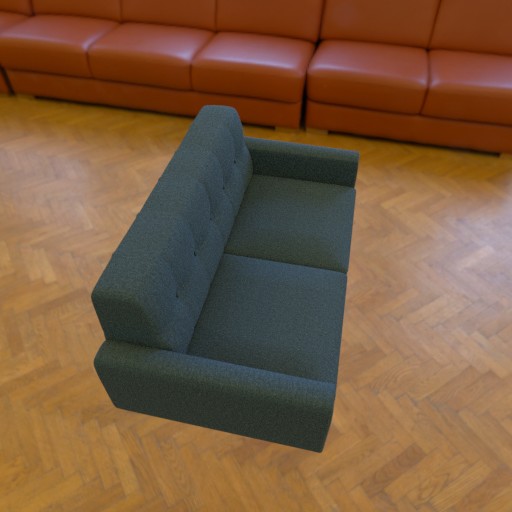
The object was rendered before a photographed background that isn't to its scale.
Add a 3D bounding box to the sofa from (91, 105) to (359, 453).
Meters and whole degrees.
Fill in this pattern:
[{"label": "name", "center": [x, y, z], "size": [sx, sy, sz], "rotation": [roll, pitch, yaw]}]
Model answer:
[{"label": "sofa", "center": [0.000, 0.000, 2.270], "size": [0.942, 0.896, 1.651], "rotation": [9, 48, 8]}]
